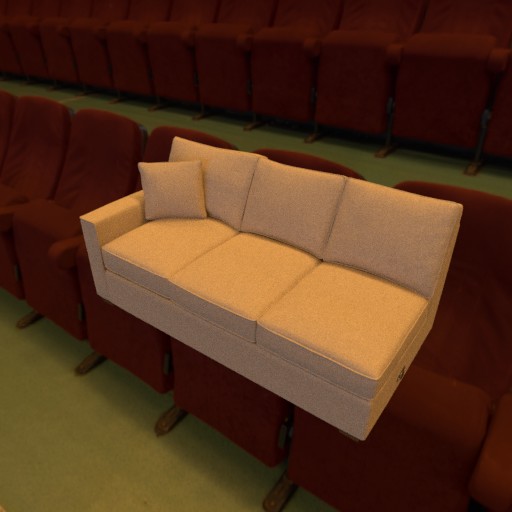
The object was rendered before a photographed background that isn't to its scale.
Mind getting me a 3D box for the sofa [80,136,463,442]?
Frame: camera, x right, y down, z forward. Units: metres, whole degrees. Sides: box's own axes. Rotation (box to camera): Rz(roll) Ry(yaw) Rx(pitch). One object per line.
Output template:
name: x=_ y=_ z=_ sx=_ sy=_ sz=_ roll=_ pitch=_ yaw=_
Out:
sofa: x=0.000 y=0.000 z=2.615 sx=1.962 sy=0.946 sz=1.034 roll=21 pitch=37 yaw=30
